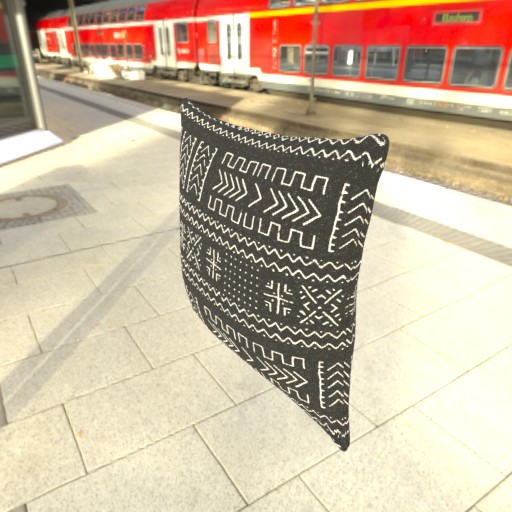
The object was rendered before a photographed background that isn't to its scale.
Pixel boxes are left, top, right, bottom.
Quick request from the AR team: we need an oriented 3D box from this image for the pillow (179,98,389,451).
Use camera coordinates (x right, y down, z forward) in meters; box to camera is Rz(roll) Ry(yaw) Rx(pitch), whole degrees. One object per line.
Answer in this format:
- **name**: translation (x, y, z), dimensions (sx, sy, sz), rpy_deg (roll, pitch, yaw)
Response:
- **pillow**: translation (0.000, 0.000, 0.678), dimensions (0.164, 0.430, 0.438), rpy_deg (-17, 31, -31)
